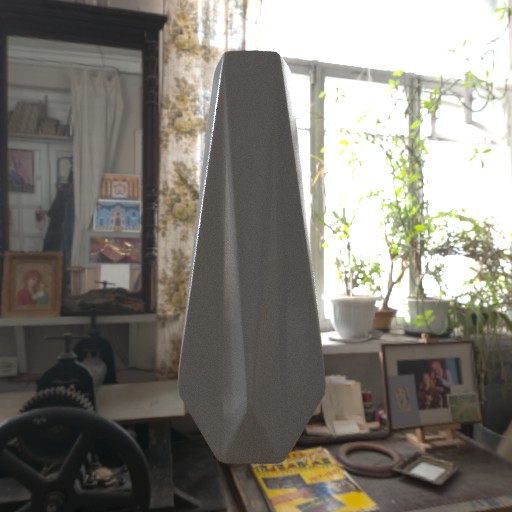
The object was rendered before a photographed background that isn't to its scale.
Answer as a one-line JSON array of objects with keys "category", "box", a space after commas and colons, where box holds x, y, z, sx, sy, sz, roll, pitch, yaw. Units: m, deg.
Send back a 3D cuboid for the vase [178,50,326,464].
[{"category": "vase", "box": [0.000, 0.000, 0.388, 0.122, 0.329, 0.116, 0, -1, 37]}]
